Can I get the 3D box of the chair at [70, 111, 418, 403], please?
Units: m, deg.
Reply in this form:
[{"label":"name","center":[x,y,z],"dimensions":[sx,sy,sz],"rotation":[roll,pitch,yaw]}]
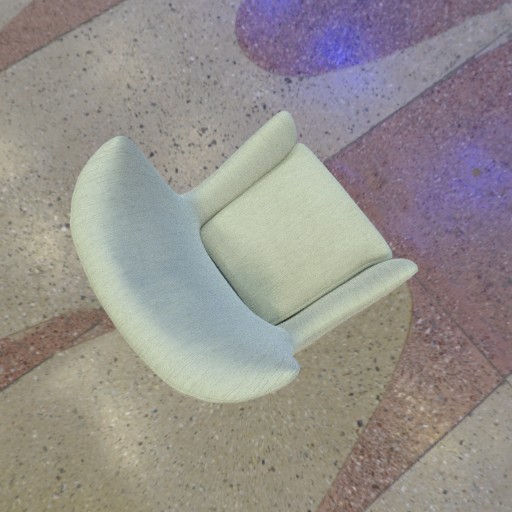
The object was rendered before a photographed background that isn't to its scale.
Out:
[{"label":"chair","center":[0.000,0.000,1.598],"dimensions":[0.904,1.000,0.779],"rotation":[-35,79,-8]}]
